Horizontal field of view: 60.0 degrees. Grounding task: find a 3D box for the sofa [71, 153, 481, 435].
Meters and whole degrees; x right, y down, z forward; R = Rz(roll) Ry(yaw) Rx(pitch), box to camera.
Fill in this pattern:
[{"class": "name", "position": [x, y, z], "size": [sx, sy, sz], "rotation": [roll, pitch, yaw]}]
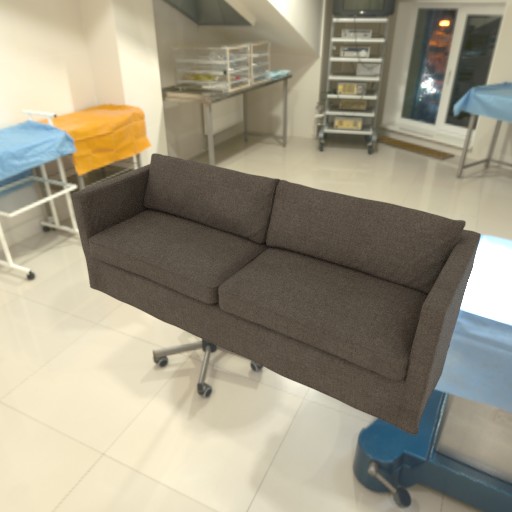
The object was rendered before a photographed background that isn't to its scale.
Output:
[{"class": "sofa", "position": [0.000, 0.000, 3.238], "size": [2.779, 0.998, 1.036], "rotation": [18, 34, 28]}]
